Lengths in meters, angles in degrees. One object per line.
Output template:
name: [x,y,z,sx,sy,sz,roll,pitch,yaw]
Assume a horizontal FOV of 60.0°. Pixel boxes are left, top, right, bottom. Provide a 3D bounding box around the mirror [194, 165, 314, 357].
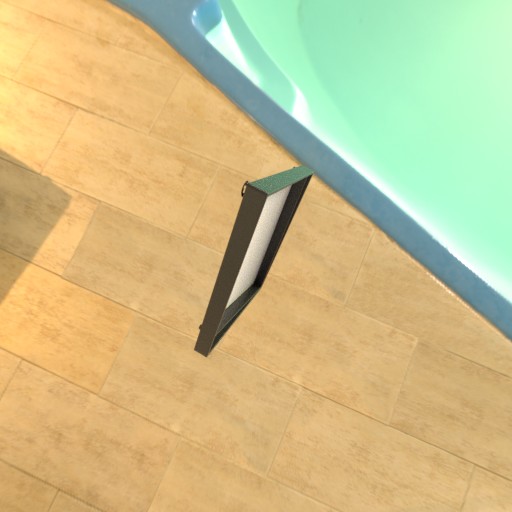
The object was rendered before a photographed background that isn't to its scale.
mirror: [0.000,0.000,0.850,0.032,0.679,0.419,29,78,7]
